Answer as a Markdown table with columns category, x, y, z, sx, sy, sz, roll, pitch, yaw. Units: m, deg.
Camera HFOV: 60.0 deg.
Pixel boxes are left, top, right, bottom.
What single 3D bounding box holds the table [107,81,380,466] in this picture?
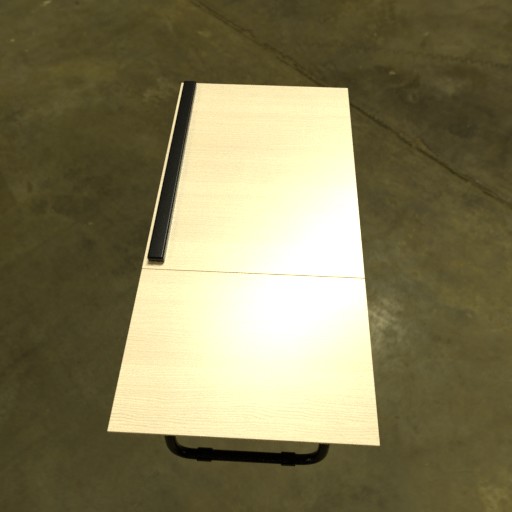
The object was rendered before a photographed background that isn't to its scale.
| category | x | y | z | sx | sy | sz | roll | pitch | yaw |
| --- | --- | --- | --- | --- | --- | --- | --- | --- | --- |
| table | 0.000 | 0.000 | 0.783 | 0.322 | 0.242 | 0.644 | 2 | 58 | 1 |
